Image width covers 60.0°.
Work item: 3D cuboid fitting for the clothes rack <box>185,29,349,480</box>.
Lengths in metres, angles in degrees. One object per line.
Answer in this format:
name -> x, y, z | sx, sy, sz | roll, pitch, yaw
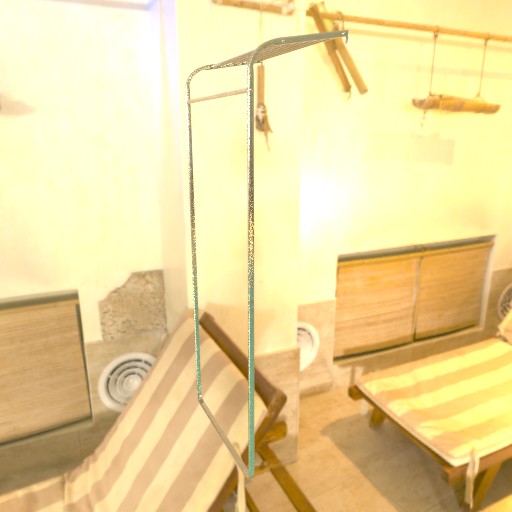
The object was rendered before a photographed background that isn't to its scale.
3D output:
clothes rack -> 0.000, 0.000, 1.780 | 0.349, 1.574, 0.609 | -7, 17, -25
